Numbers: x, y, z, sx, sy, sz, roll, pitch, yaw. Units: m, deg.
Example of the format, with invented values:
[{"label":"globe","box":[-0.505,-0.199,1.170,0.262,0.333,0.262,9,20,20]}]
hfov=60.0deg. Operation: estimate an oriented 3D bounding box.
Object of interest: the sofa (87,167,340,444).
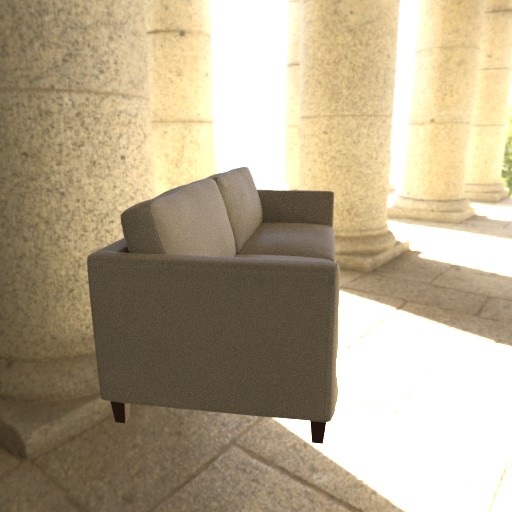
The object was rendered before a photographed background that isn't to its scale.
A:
[{"label":"sofa","box":[0.000,0.000,2.628,0.948,0.932,2.181,2,15,9]}]
